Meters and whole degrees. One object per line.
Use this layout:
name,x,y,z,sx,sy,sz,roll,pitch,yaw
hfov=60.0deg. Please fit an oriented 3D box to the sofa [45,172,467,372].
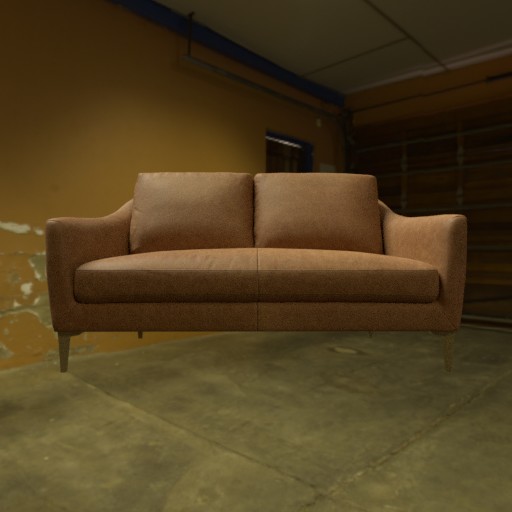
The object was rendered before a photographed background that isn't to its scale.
sofa,0.000,0.000,2.145,1.619,0.902,0.960,0,0,0
